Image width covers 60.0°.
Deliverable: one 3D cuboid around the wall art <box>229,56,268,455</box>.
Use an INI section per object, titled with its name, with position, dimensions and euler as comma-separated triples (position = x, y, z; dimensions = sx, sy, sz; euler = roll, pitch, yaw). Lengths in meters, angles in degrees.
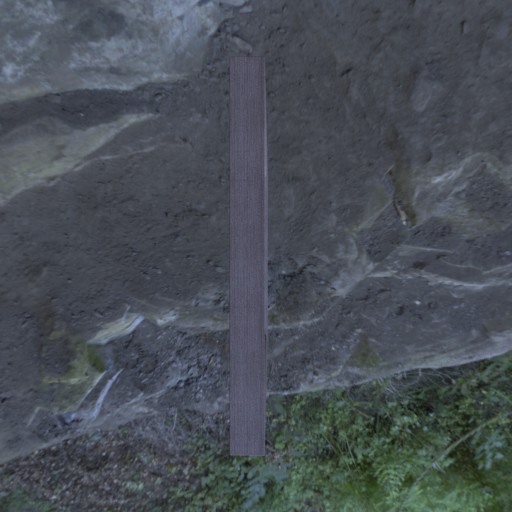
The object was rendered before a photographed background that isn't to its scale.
[wall art]
position = 0.000, 0.000, 0.648
dimensions = 0.031, 0.509, 0.356
euler = 0, 90, 2
